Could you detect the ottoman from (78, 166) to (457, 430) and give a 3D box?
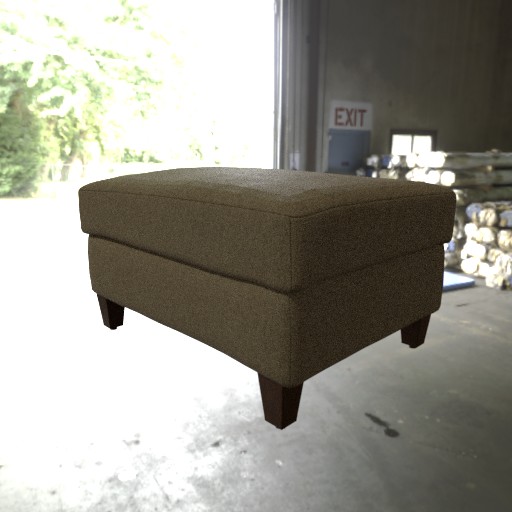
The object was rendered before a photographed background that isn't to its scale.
[{"bbox_3d":[0.000,0.000,1.302,0.692,0.511,0.889,-12,17,-43],"label":"ottoman"}]
